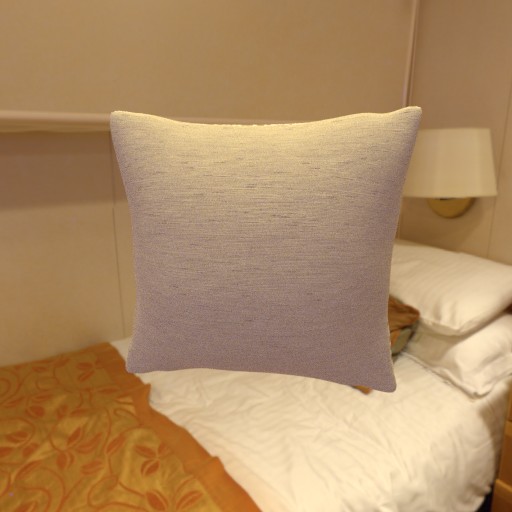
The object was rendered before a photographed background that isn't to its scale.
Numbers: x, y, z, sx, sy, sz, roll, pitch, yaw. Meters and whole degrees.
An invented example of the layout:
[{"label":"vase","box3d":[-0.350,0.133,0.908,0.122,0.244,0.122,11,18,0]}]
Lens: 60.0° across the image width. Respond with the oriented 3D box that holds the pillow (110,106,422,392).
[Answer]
[{"label":"pillow","box3d":[0.000,0.000,0.661,0.438,0.421,0.167,2,15,8]}]
